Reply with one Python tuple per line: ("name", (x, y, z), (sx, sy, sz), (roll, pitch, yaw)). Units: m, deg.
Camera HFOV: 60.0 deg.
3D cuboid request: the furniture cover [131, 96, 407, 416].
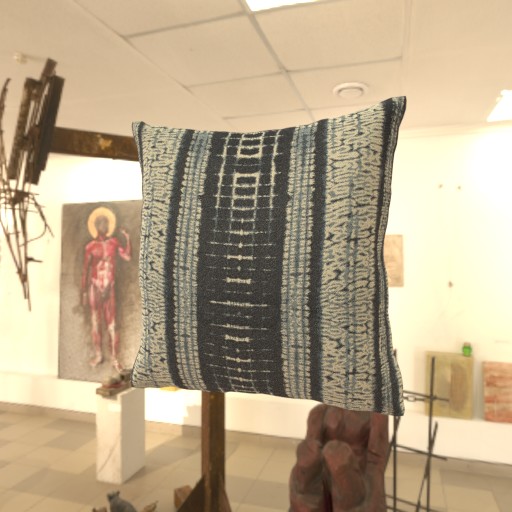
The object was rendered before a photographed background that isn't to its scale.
("furniture cover", (0.000, 0.000, 0.660), (0.425, 0.435, 0.133), (0, 0, 17))
